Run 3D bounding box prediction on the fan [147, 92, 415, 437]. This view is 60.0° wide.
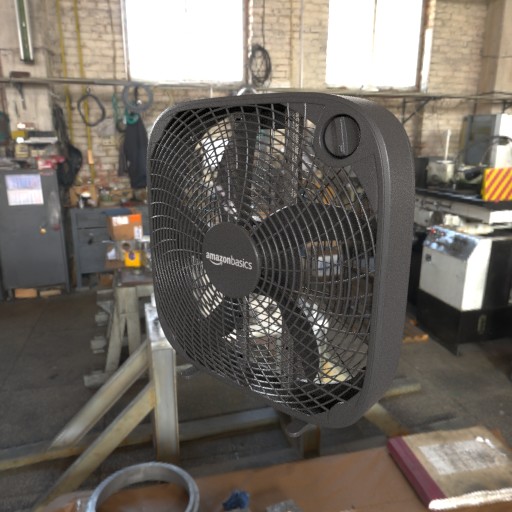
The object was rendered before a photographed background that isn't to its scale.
[{"bbox_3d":[0.000,0.000,0.787,0.526,0.533,0.142,13,20,40],"label":"fan"}]
